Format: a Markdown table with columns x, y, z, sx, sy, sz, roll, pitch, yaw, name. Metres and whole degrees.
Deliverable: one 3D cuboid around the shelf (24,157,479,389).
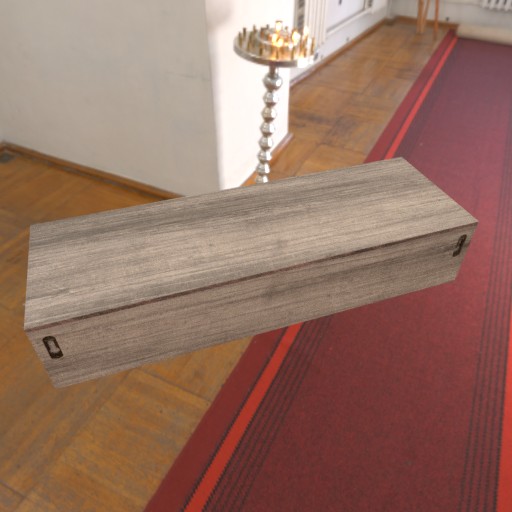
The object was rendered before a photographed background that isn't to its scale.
| x | y | z | sx | sy | sz | roll | pitch | yaw | name |
| --- | --- | --- | --- | --- | --- | --- | --- | --- | --- |
| 0.000 | 0.000 | 0.675 | 0.610 | 0.125 | 0.200 | -13 | 43 | -14 | shelf |
